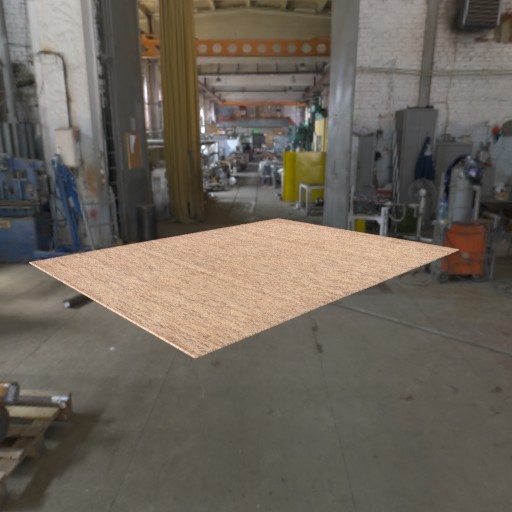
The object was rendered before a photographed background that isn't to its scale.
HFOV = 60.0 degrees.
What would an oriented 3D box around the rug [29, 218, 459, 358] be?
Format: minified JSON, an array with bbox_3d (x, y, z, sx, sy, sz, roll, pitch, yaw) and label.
[{"bbox_3d":[0.000,0.000,4.139,3.205,0.013,2.448,-14,20,-42],"label":"rug"}]
